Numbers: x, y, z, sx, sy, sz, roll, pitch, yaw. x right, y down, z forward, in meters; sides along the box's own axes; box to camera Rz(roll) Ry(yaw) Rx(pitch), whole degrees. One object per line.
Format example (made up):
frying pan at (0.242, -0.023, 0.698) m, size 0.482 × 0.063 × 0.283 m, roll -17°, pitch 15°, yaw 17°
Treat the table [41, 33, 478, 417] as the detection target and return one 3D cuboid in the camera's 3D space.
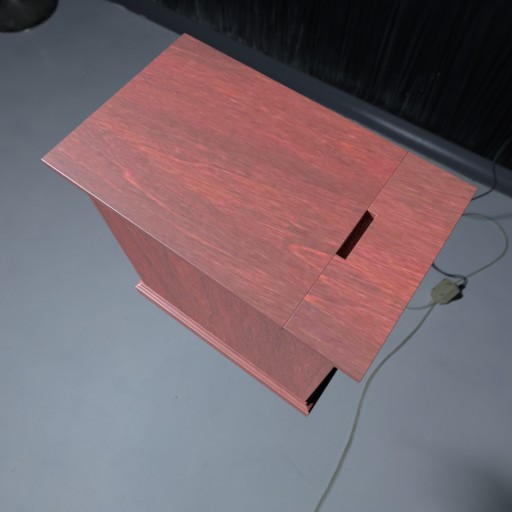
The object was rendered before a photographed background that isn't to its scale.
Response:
table at (0.000, 0.000, 0.969) m, size 0.584 × 0.612 × 0.356 m, roll 33°, pitch 69°, yaw 14°
